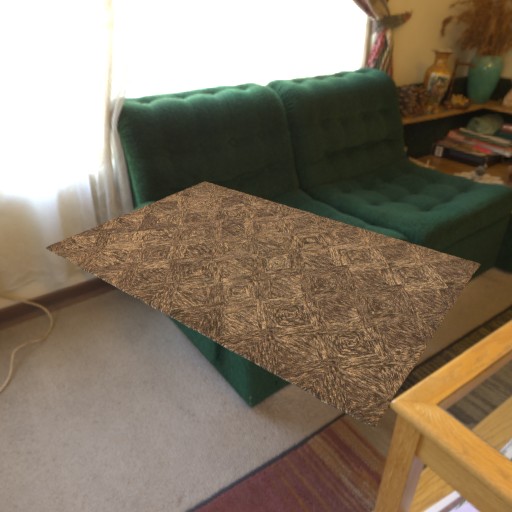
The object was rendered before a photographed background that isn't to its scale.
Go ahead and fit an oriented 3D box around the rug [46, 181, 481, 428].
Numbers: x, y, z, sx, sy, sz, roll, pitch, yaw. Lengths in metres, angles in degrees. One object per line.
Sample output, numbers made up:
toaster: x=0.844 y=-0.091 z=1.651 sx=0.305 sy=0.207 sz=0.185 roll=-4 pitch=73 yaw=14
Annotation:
rug: x=0.000 y=0.000 z=2.195 sx=1.808 sy=0.011 sz=1.189 roll=21 pitch=36 yaw=32
